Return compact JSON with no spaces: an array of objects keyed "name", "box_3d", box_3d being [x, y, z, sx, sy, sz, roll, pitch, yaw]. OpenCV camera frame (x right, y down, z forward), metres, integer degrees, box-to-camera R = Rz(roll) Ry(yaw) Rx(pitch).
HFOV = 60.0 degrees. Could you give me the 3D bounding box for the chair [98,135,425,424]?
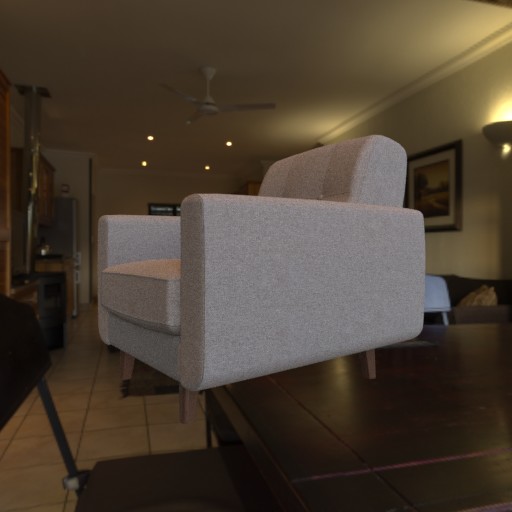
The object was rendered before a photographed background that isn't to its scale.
[{"name":"chair","box_3d":[0.000,0.000,1.545,0.907,0.839,0.831,0,0,-35]}]
